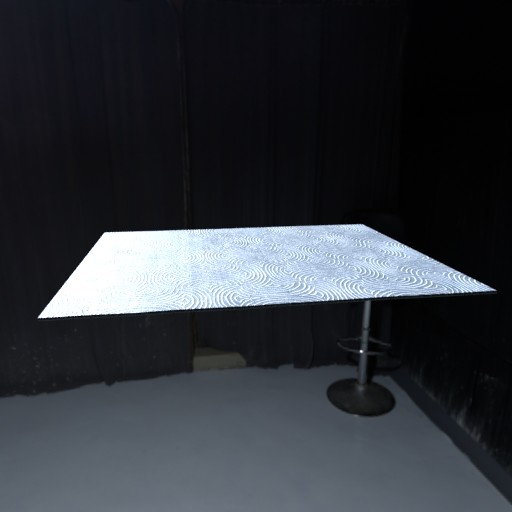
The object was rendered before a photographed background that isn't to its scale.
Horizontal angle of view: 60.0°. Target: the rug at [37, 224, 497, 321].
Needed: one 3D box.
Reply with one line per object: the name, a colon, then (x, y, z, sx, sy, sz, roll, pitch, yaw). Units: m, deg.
rug: (0.000, 0.000, 4.041, 3.042, 0.021, 2.456, -2, 15, -9)
